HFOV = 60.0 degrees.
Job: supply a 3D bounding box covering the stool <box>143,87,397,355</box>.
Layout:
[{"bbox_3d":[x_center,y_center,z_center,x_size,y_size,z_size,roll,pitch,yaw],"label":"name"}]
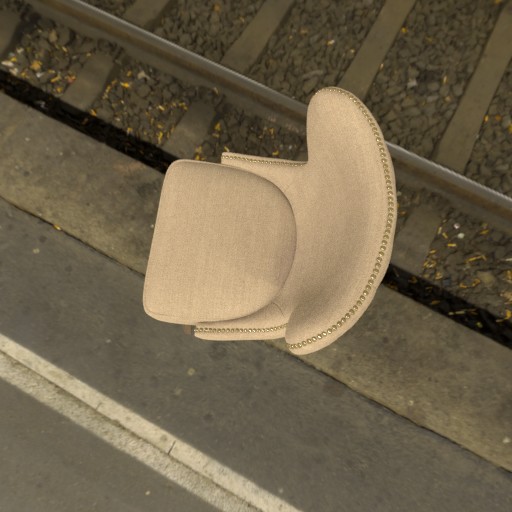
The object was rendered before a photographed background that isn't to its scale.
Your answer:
[{"bbox_3d":[0.000,0.000,1.380,0.597,0.972,0.615,7,75,2],"label":"stool"}]
